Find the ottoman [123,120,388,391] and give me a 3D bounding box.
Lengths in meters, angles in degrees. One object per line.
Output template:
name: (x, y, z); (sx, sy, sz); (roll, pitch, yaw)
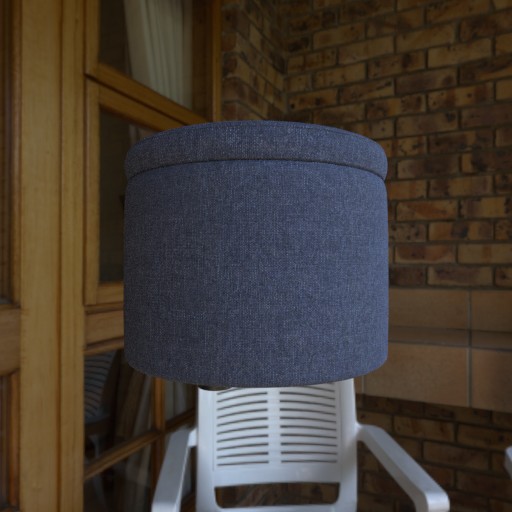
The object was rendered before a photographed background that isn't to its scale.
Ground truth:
ottoman: (0.000, 0.000, 0.908); (0.520, 0.430, 0.520); (0, -1, 0)
